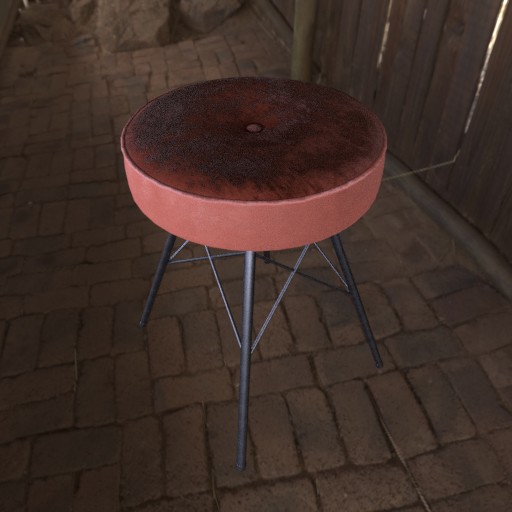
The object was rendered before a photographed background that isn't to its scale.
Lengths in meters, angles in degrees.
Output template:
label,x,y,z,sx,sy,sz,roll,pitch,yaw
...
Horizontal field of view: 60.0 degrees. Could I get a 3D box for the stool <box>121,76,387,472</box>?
label,x,y,z,sx,sy,sz,roll,pitch,yaw
stool,0.000,0.000,0.887,0.421,0.593,0.457,-26,49,-26
